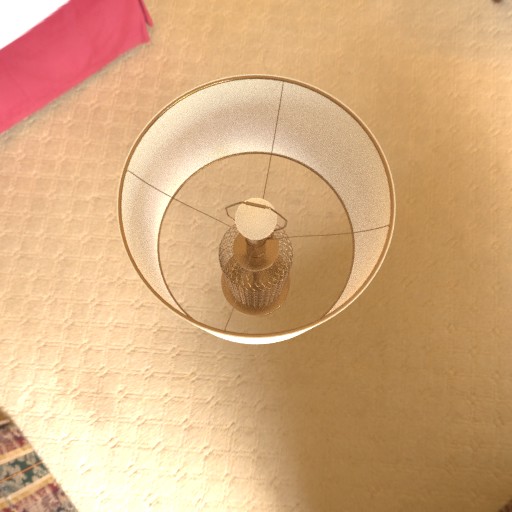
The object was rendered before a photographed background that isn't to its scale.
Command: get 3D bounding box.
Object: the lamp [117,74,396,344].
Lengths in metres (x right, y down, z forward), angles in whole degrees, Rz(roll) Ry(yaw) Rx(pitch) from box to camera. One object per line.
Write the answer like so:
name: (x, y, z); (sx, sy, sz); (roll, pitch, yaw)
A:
lamp: (0.000, 0.000, 0.636); (0.252, 0.483, 0.252); (12, 78, 3)
